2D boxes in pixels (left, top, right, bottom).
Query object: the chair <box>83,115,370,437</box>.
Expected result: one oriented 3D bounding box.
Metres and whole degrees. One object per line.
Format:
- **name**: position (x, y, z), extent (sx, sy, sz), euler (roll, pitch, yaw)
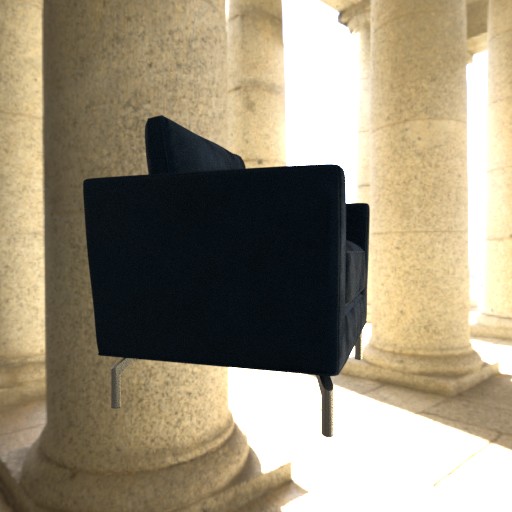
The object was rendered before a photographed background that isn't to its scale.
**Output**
- **chair**: position (0.000, 0.000, 1.615), extent (0.746, 0.893, 0.977), euler (0, 1, 18)
